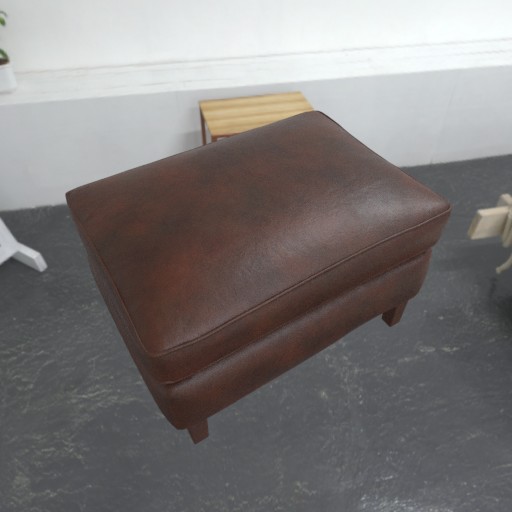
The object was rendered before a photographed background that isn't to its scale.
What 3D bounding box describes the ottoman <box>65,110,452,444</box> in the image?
[{"bbox_3d":[0.000,0.000,1.005,0.665,0.432,0.501,-24,51,-21],"label":"ottoman"}]
